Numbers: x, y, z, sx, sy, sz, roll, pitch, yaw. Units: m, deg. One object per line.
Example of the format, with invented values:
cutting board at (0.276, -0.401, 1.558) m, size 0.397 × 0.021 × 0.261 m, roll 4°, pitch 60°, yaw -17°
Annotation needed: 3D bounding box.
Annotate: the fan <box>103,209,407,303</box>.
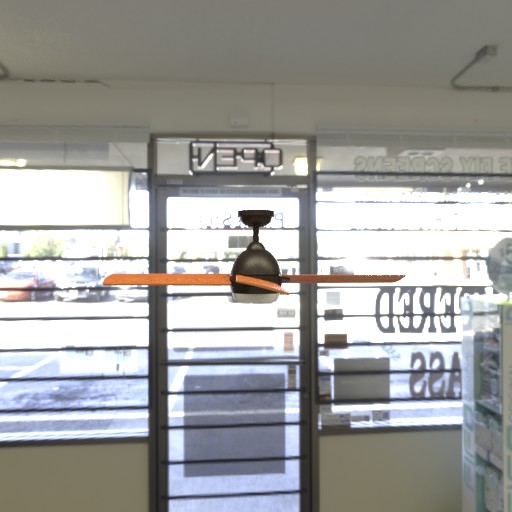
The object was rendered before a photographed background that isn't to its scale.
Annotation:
fan at (0.000, 0.000, 1.989) m, size 1.332 × 0.403 × 1.332 m, roll 0°, pitch -1°, yaw -2°
